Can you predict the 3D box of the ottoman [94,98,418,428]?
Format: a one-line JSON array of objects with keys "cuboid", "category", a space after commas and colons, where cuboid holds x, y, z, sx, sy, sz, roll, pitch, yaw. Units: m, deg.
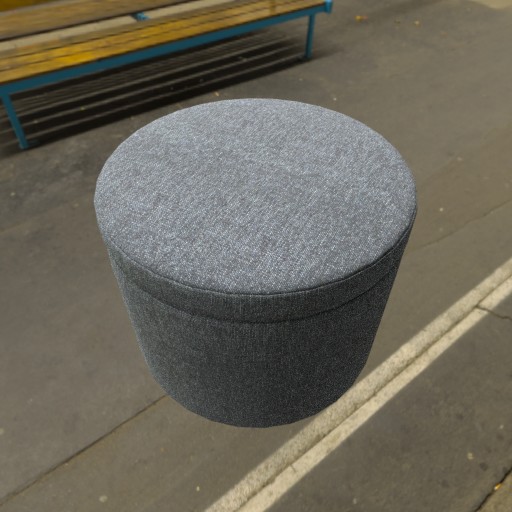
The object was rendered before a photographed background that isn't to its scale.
[{"cuboid": [0.000, 0.000, 0.833, 0.500, 0.419, 0.500, 0, 46, 0], "category": "ottoman"}]
